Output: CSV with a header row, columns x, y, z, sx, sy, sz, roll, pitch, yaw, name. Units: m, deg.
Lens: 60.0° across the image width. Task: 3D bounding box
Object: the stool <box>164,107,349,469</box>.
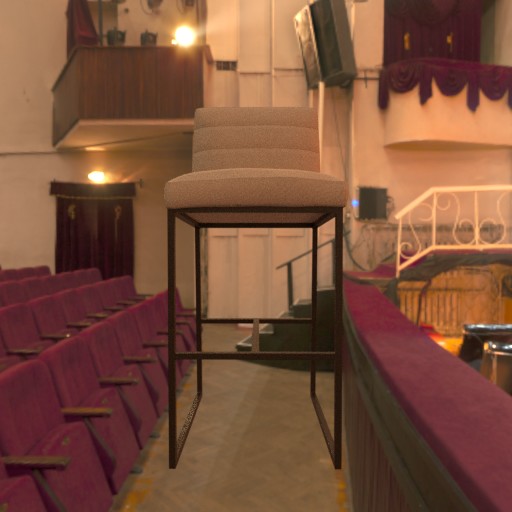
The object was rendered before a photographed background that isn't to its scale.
x,y,z,sx,sy,sz,roll,pitch,yaw,name
0.000,0.000,1.367,0.464,1.061,0.573,0,2,0,stool
